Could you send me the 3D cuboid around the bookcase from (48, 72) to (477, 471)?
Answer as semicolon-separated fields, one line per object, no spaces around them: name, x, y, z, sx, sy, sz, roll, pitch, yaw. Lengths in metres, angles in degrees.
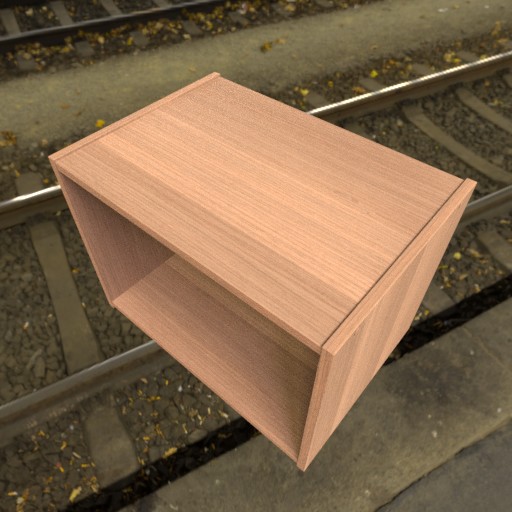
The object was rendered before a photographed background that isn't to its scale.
bookcase;0.000;0.000;0.633;0.415;0.305;0.290;32;56;26
